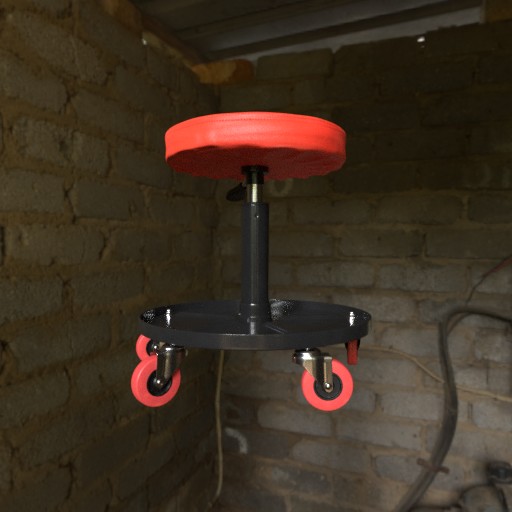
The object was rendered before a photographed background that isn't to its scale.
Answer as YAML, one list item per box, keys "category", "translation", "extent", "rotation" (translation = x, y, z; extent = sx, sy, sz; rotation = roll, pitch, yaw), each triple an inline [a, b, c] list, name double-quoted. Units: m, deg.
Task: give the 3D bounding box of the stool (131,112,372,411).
- category: "stool"
  translation: [0.000, 0.000, 0.688]
  extent: [0.381, 0.365, 0.382]
  rotation: [0, 1, -17]
